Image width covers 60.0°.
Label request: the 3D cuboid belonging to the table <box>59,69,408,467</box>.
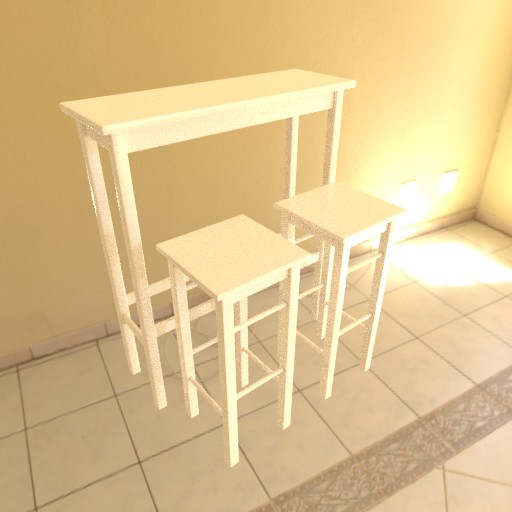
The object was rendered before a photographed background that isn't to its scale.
[{"bbox_3d":[0.000,0.000,1.567,0.915,1.065,0.650,-23,39,-32],"label":"table"}]
